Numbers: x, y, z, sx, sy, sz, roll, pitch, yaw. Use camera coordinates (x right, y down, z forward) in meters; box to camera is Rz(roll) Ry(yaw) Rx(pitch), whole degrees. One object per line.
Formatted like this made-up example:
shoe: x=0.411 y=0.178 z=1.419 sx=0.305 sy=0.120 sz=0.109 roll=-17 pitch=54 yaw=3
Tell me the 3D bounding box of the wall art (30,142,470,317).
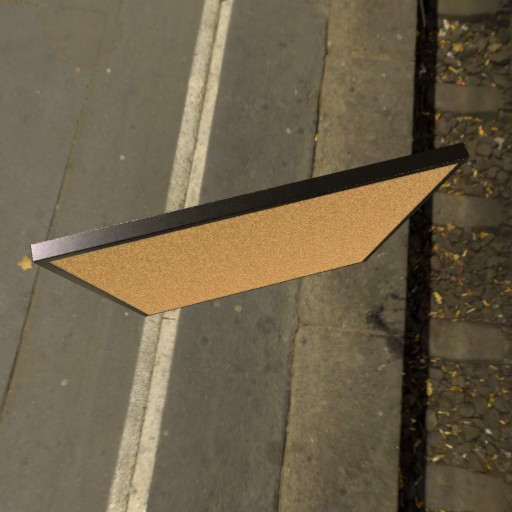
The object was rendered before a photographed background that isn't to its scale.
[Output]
wall art: x=0.000 y=0.000 z=0.514 sx=0.349 sy=0.349 sz=0.014 roll=-14 pitch=76 yaw=-4
